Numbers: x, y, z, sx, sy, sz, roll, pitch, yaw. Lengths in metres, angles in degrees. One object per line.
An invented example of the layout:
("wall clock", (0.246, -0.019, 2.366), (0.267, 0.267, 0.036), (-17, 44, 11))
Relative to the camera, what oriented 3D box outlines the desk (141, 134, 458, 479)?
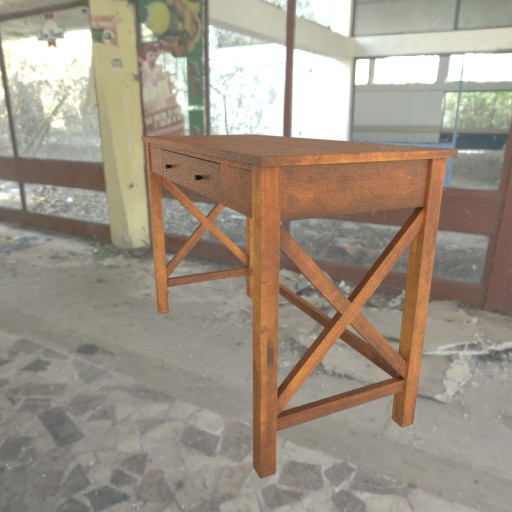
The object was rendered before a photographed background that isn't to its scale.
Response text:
("desk", (0.000, 0.000, 1.514), (0.508, 0.762, 1.117), (-8, 19, -24))
